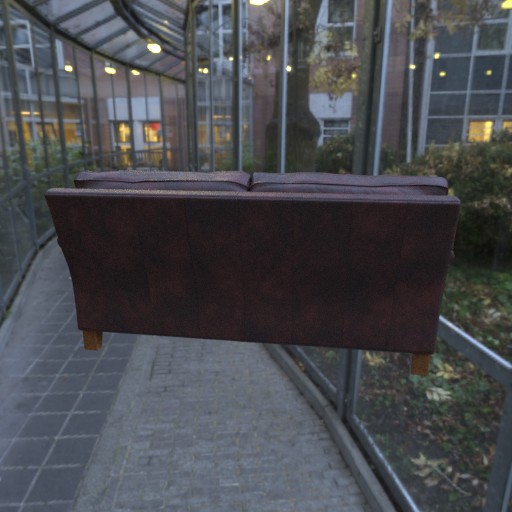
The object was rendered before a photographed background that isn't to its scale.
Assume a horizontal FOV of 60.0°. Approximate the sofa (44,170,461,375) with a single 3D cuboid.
[{"bbox_3d":[0.000,0.000,2.770,2.144,1.071,1.147,2,16,8],"label":"sofa"}]
